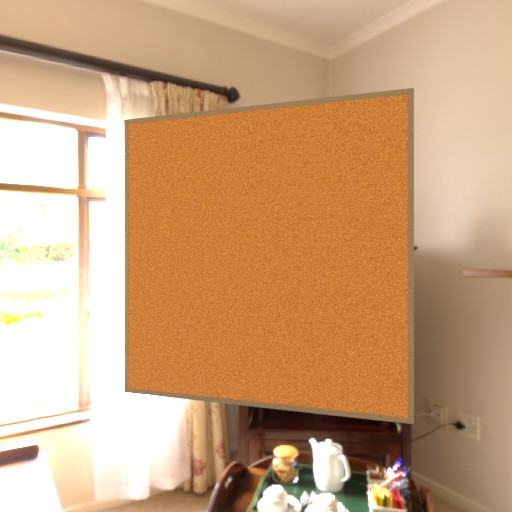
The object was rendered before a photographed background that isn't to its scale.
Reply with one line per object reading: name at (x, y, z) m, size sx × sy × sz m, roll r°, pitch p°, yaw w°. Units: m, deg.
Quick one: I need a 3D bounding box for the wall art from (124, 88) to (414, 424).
wall art at (0.000, 0.000, 1.206) m, size 0.809 × 0.807 × 0.038 m, roll 0°, pitch 0°, yaw 18°
